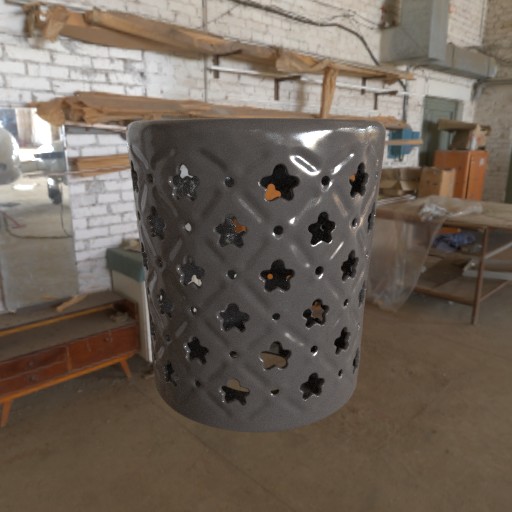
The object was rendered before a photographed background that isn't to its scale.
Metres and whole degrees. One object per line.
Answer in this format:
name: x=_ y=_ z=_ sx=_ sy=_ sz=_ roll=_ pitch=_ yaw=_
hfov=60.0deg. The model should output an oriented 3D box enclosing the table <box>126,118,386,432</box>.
table: x=0.000 y=0.000 z=0.665 sx=0.352 sy=0.387 sz=0.352 roll=0 pitch=15 yaw=0
